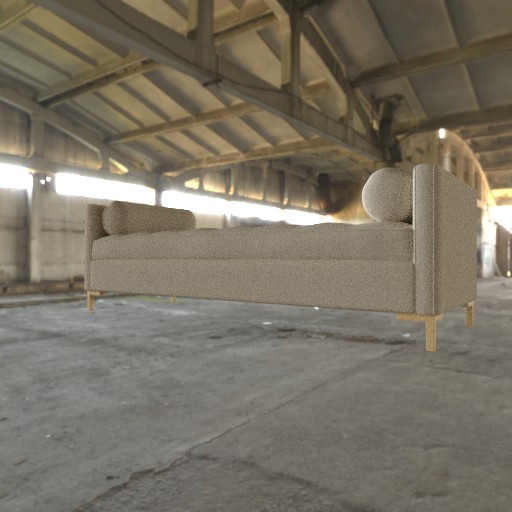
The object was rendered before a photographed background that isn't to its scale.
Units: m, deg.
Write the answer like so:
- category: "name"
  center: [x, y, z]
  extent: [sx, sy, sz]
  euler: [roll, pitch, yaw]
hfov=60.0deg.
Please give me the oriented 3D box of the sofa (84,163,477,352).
- category: "sofa"
  center: [0.000, 0.000, 2.312]
  extent: [1.985, 0.641, 0.746]
  euler: [0, 0, 36]
